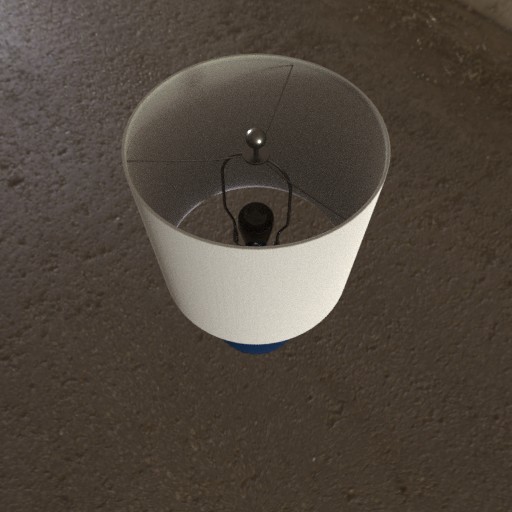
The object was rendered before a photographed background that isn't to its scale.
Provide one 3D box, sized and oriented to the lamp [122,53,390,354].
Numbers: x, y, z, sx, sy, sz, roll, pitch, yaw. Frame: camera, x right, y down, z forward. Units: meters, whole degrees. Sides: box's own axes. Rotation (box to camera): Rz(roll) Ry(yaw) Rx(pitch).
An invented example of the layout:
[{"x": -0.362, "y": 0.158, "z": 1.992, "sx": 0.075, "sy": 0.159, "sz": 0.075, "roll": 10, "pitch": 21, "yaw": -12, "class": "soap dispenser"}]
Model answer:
[{"x": 0.000, "y": 0.000, "z": 0.492, "sx": 0.203, "sy": 0.368, "sz": 0.203, "roll": 17, "pitch": 61, "yaw": 10, "class": "lamp"}]
